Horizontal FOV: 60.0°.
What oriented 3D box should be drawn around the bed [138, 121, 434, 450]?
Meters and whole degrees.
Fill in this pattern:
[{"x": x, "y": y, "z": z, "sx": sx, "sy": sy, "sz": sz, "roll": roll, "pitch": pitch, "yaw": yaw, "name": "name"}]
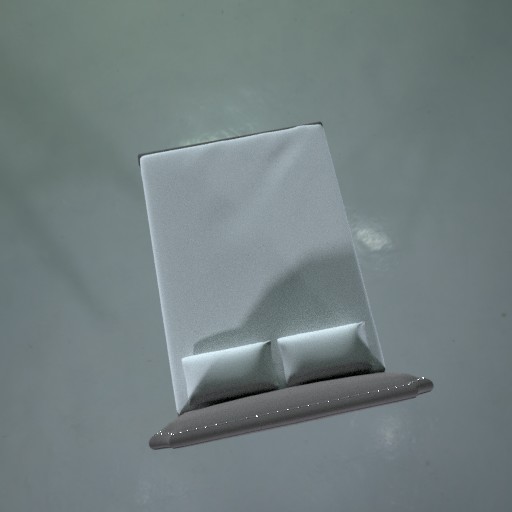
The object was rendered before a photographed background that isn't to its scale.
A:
[{"x": 0.000, "y": 0.000, "z": 3.441, "sx": 1.713, "sy": 1.443, "sz": 2.372, "roll": -11, "pitch": 76, "yaw": -3, "name": "bed"}]
